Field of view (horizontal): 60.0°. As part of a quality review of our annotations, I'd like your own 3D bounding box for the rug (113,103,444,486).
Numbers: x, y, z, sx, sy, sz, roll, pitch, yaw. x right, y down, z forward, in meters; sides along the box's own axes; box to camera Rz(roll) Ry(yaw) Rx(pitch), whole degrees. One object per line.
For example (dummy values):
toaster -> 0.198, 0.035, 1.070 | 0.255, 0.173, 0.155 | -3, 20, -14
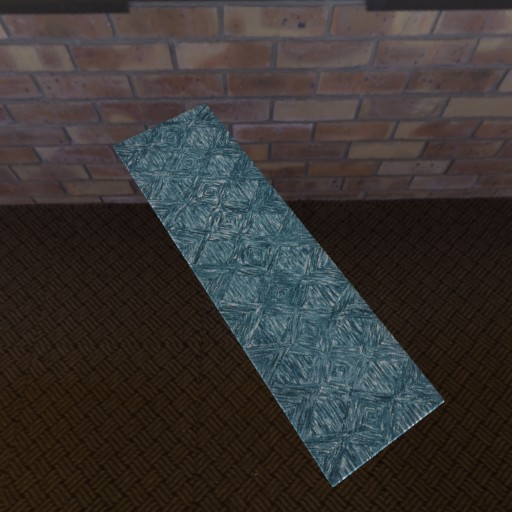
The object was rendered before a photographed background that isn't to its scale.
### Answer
rug -> 0.000, 0.000, 2.468 | 0.676, 0.016, 2.286 | -30, 68, -14
